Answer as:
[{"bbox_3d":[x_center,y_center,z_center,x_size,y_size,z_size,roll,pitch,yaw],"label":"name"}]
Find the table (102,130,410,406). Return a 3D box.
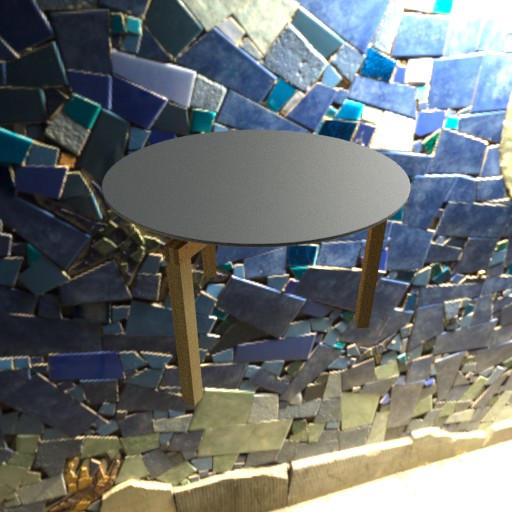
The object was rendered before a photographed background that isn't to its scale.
[{"bbox_3d":[0.000,0.000,1.003,0.600,0.405,0.600,0,31,0],"label":"table"}]
